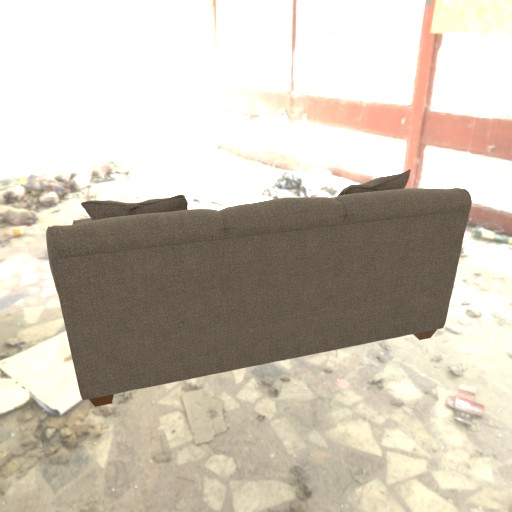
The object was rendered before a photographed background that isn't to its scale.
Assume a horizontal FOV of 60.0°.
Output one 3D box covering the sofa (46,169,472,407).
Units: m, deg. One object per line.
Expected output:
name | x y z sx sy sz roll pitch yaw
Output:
sofa | 0.000 0.000 2.566 2.024 0.958 0.997 -7 26 -15
